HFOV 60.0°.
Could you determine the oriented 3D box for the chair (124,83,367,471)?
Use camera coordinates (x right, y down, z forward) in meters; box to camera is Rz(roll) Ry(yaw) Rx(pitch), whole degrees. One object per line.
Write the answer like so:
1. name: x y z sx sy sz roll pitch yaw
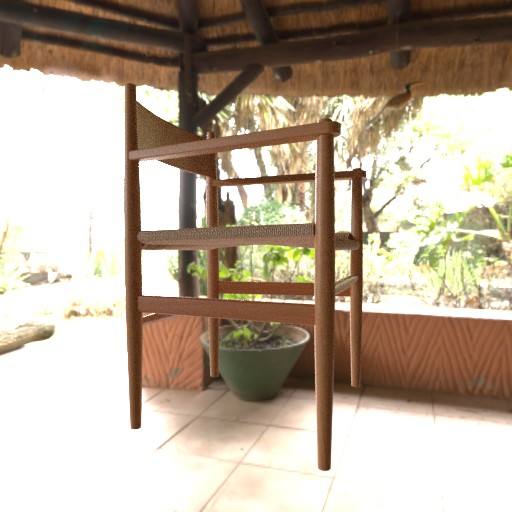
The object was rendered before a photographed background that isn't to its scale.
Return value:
1. chair: 0.000 0.000 1.114 0.495 0.762 0.556 0 1 19
